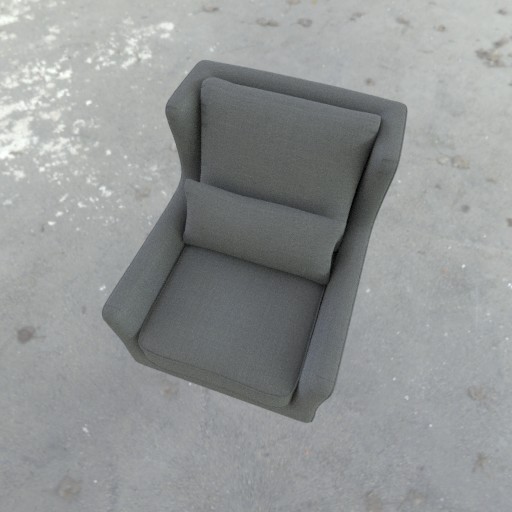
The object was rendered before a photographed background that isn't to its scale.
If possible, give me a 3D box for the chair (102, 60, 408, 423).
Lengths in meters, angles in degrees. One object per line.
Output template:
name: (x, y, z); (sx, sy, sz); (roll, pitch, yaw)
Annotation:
chair: (0.000, 0.000, 1.837); (0.866, 1.056, 1.040); (17, 59, 10)
